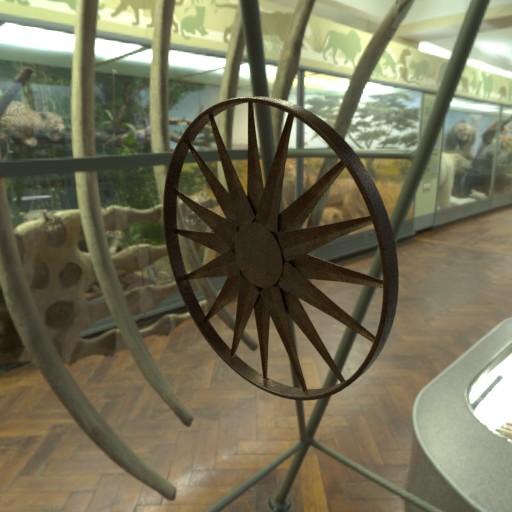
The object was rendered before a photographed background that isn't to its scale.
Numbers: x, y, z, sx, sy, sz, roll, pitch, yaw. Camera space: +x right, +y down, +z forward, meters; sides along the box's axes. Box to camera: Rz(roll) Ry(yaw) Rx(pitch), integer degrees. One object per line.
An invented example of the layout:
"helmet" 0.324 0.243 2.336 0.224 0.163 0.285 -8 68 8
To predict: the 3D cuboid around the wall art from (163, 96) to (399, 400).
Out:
"wall art" 0.000 0.000 0.861 0.084 0.583 0.582 -14 20 -43
